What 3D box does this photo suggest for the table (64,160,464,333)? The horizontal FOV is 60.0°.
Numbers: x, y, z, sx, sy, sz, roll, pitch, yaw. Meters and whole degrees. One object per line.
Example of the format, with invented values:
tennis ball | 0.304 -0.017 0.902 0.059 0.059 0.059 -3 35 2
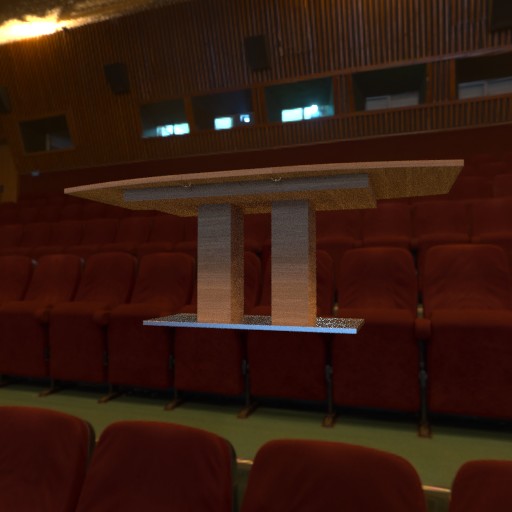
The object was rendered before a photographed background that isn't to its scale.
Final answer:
table | 0.000 0.000 2.457 2.032 0.750 0.900 -1 -2 18
